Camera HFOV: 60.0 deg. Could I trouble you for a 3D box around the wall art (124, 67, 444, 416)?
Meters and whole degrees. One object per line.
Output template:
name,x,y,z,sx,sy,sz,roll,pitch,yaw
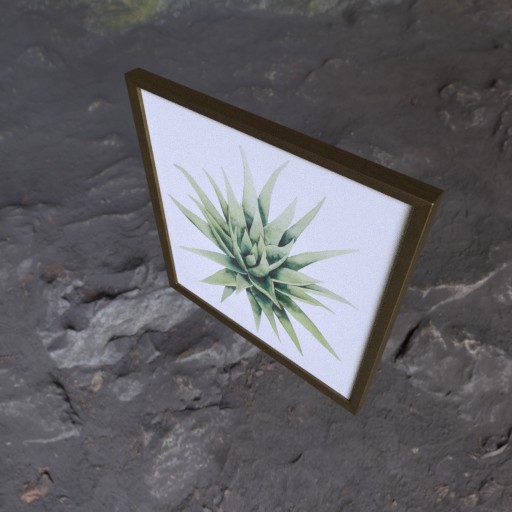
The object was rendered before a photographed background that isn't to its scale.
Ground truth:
wall art,0.000,0.000,0.763,0.503,0.506,0.030,30,53,26
